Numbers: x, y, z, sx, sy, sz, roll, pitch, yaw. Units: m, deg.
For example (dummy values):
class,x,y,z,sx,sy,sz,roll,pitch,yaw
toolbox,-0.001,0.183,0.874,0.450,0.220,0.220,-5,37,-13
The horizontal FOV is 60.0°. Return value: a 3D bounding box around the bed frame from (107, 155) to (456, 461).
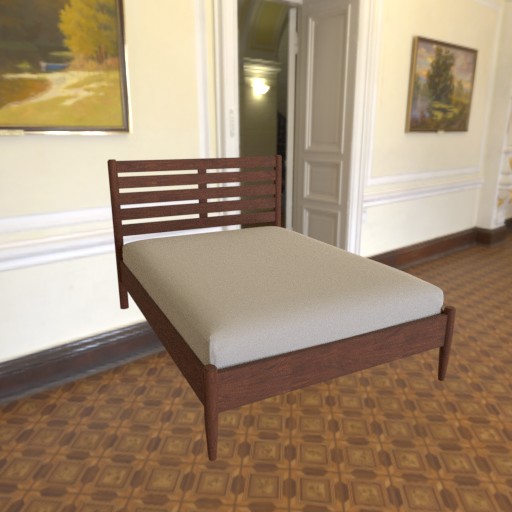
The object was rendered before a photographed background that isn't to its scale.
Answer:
class,x,y,z,sx,sy,sz,roll,pitch,yaw
bed frame,0.000,0.000,3.268,1.655,1.321,2.234,-8,17,-26
